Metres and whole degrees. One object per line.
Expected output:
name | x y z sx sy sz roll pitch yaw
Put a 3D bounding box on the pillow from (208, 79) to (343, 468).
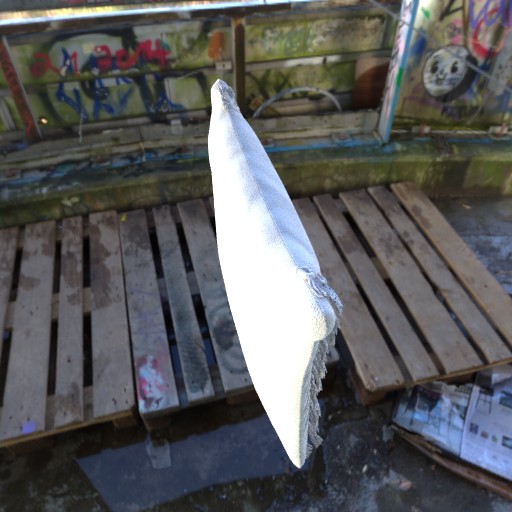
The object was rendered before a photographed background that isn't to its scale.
pillow | 0.000 0.000 0.602 0.084 0.305 0.466 -10 45 -10
